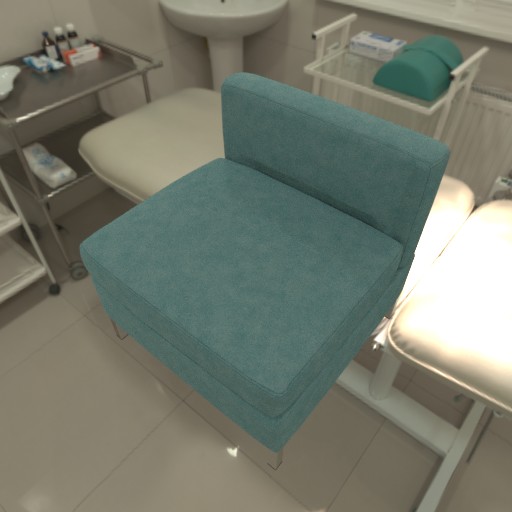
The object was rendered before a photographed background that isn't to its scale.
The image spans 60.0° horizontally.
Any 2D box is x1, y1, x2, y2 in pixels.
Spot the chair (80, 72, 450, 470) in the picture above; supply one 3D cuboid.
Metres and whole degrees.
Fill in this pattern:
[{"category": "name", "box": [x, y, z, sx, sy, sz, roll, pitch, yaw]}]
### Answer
[{"category": "chair", "box": [0.000, 0.000, 1.222, 0.684, 0.660, 0.685, 31, 53, 26]}]
